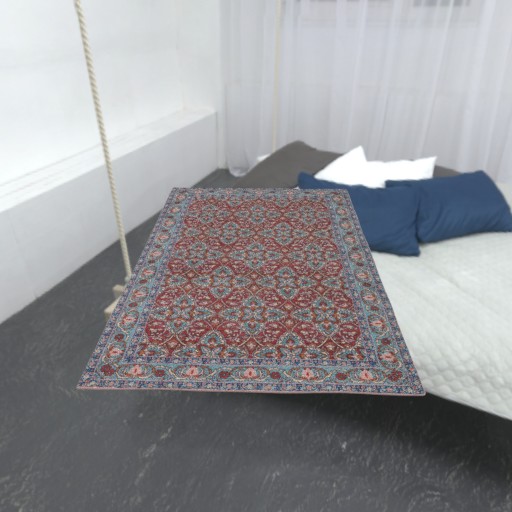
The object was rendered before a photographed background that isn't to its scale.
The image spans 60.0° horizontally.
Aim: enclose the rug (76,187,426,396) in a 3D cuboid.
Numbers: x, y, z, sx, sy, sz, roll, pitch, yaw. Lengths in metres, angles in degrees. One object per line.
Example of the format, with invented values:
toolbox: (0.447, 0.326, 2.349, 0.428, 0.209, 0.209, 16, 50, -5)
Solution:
rug: (0.000, 0.000, 2.318, 1.219, 0.009, 1.829, 1, 31, 1)
